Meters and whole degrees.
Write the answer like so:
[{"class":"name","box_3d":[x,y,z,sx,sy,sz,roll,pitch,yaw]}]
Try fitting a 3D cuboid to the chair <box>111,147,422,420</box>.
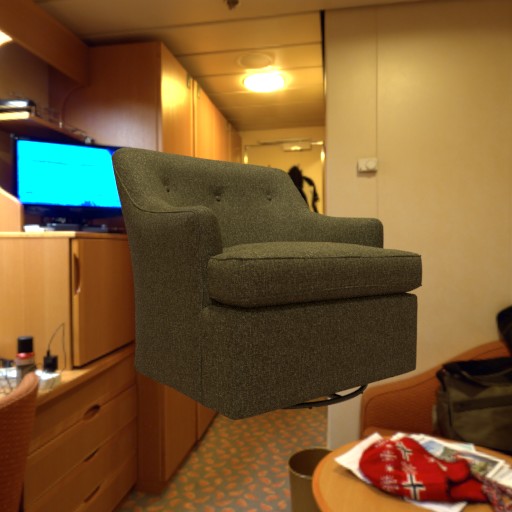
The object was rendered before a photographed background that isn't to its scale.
[{"class":"chair","box_3d":[0.000,0.000,1.640,0.864,0.856,0.923,-1,1,-37]}]
